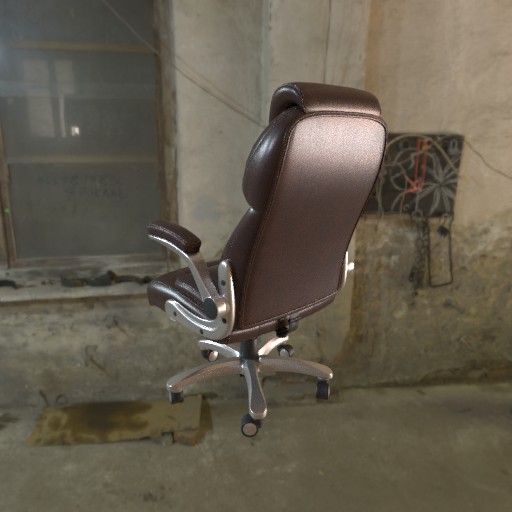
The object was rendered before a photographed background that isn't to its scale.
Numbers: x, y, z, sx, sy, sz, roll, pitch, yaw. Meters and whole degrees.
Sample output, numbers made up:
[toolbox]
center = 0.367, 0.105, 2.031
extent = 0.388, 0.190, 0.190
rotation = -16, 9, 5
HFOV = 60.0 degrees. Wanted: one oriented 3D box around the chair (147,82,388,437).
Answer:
[chair]
center = 0.000, 0.000, 1.670
extent = 0.733, 1.160, 0.774
rotation = -14, 20, -42
